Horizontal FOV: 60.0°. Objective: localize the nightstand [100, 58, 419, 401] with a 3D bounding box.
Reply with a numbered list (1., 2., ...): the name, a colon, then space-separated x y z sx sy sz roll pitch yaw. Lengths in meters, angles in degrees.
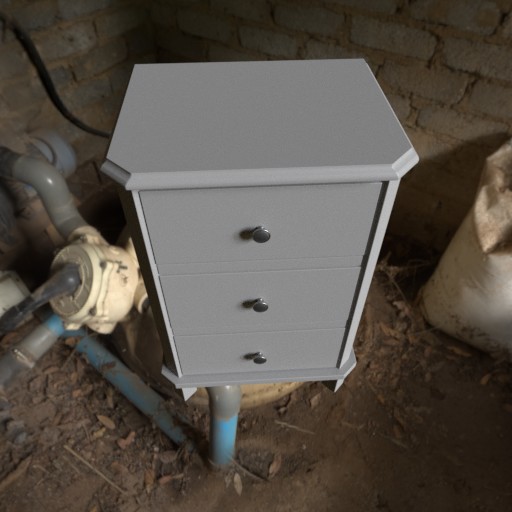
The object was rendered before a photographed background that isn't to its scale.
1. nightstand: 0.000 0.000 0.948 0.450 0.680 0.350 -2 46 -2
